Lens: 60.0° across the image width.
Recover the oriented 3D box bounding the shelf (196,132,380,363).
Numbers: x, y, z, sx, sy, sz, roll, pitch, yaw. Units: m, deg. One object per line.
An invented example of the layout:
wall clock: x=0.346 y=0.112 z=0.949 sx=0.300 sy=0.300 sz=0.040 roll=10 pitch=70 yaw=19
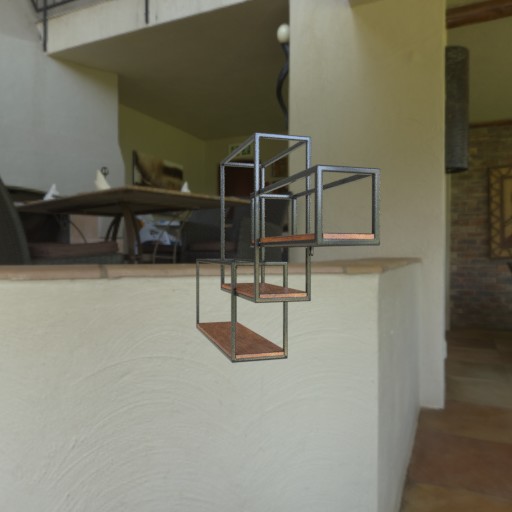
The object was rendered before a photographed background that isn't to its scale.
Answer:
shelf: x=0.000 y=0.000 z=2.115 sx=0.275 sy=0.972 sz=1.781 roll=0 pitch=1 yaw=-17
